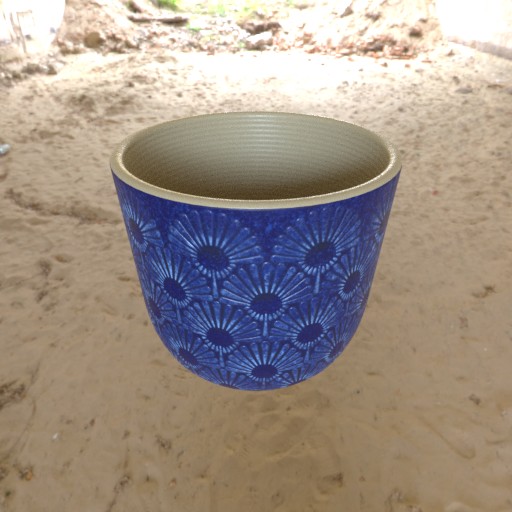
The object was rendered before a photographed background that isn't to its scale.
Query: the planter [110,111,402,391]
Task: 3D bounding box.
[{"bbox_3d":[0.000,0.000,0.372,0.206,0.190,0.206,0,32,0],"label":"planter"}]
